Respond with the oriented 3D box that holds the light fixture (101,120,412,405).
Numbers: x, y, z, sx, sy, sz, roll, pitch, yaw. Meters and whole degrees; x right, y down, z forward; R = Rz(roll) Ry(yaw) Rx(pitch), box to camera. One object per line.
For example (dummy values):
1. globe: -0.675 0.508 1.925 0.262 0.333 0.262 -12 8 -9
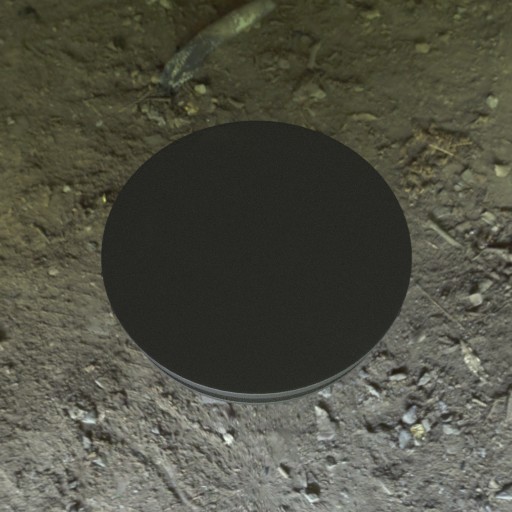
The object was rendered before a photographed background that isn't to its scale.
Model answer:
1. light fixture: 0.000 0.000 0.554 0.356 0.102 0.356 0 63 0
